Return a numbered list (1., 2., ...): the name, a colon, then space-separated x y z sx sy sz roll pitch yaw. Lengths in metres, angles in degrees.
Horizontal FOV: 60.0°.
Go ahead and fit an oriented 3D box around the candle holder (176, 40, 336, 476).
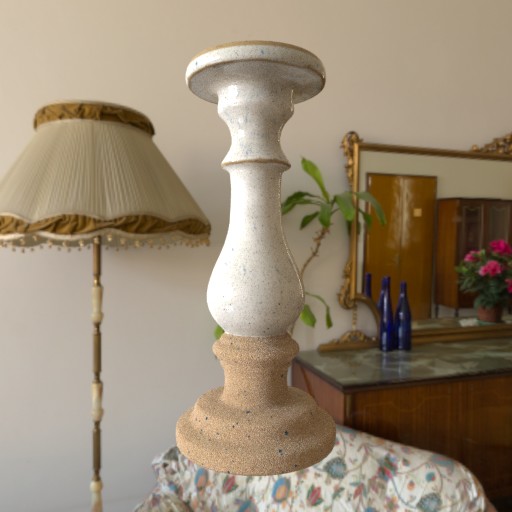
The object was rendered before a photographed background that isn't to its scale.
1. candle holder: 0.000 0.000 0.244 0.088 0.203 0.088 0 1 0
